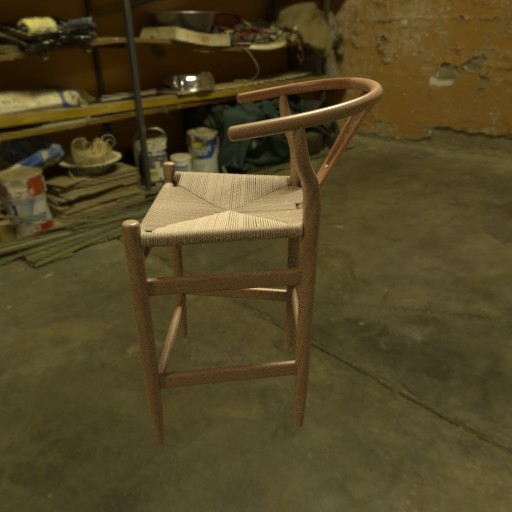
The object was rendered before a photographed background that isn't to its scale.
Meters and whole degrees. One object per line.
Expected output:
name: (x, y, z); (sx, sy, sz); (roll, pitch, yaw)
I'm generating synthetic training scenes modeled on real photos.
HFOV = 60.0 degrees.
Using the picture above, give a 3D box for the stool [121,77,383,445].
stool: (0.000, 0.000, 1.248); (0.575, 0.923, 0.536); (0, 27, 0)
